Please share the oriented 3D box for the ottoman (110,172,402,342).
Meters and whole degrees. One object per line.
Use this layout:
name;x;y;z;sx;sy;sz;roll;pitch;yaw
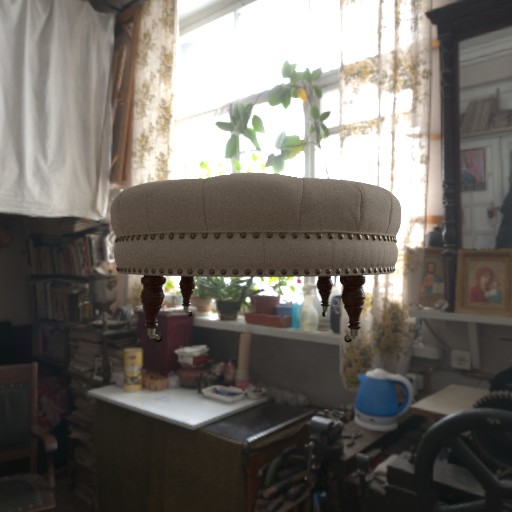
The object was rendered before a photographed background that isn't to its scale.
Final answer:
ottoman;0.000;0.000;1.502;0.940;0.483;0.940;0;0;0
